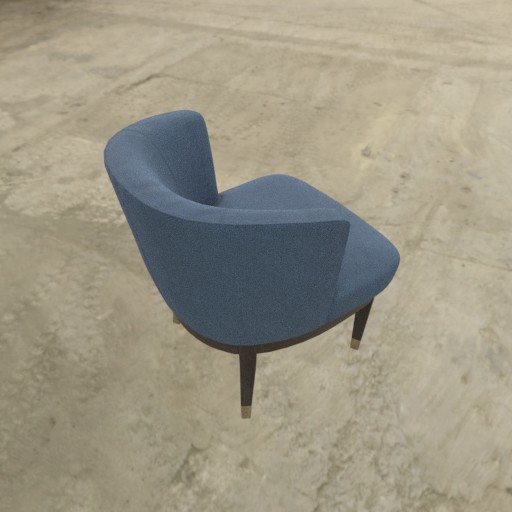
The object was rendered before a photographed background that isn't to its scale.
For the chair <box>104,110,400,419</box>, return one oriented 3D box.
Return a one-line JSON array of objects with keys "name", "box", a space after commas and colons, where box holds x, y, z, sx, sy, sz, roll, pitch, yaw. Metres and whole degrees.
[{"name": "chair", "box": [0.000, 0.000, 1.309, 0.702, 0.760, 0.661, -24, 46, -25]}]
